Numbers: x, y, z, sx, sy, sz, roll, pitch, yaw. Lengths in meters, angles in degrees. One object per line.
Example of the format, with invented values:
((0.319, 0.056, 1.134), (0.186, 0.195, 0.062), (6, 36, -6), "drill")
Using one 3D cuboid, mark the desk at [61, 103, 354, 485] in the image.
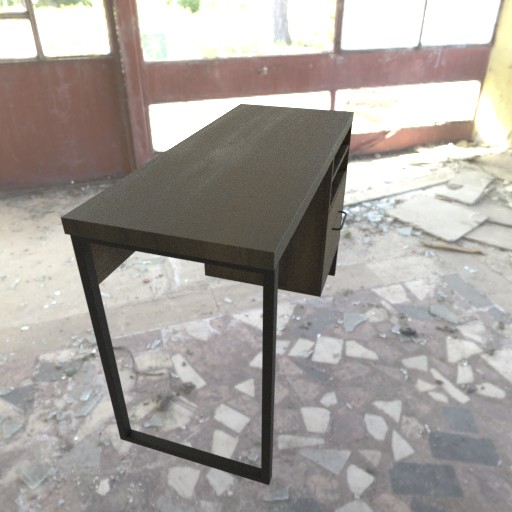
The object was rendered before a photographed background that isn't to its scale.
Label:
((0.000, 0.000, 1.532), (0.511, 0.752, 1.134), (10, 33, 15), "desk")
